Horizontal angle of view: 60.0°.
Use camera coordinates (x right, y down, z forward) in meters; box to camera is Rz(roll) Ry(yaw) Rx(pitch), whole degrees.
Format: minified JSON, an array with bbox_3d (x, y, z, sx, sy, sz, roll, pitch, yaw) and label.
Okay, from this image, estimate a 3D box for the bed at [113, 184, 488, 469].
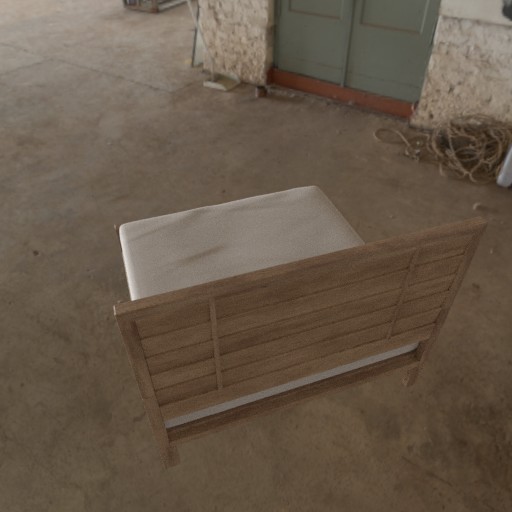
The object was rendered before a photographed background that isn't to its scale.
[{"bbox_3d":[0.000,0.000,3.464,2.032,1.626,2.032,-13,44,-14],"label":"bed"}]
